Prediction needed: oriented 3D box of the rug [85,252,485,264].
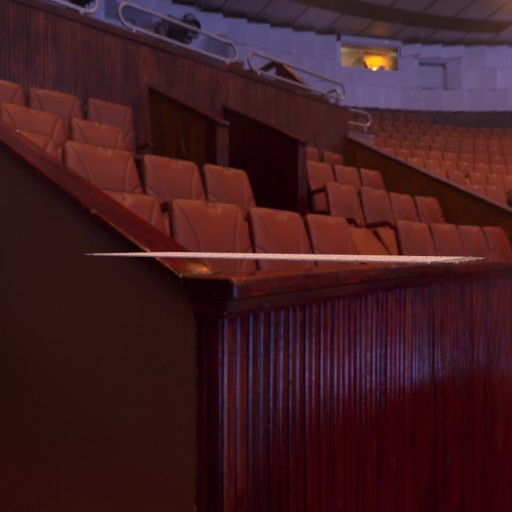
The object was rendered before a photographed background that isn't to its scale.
[{"bbox_3d":[0.000,0.000,2.739,2.440,0.013,0.769,1,2,35],"label":"rug"}]
